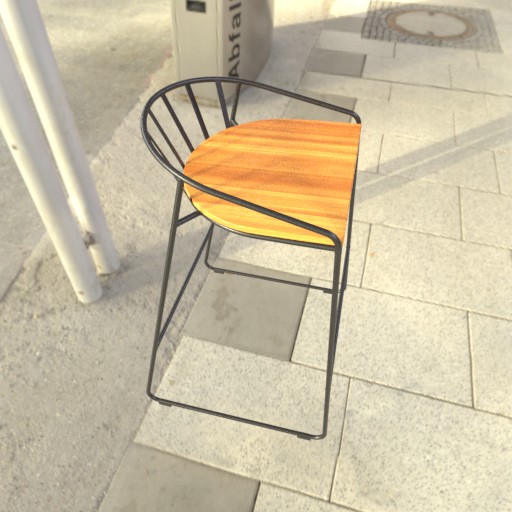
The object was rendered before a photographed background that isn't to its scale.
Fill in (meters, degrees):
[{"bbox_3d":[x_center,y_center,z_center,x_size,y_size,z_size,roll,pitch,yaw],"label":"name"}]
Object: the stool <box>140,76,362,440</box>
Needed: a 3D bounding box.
[{"bbox_3d":[0.000,0.000,1.152,0.521,0.812,0.546,10,47,9],"label":"stool"}]
